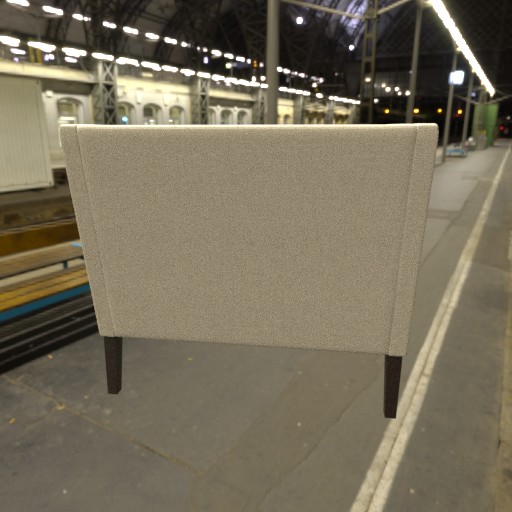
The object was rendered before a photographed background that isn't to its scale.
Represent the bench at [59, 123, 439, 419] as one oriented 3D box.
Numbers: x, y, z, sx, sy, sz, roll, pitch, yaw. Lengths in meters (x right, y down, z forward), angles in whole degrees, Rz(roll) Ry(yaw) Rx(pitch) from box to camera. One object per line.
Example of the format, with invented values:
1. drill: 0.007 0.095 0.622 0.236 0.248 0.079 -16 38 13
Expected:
1. bench: 0.000 0.000 1.987 1.280 1.123 0.847 2 16 8
